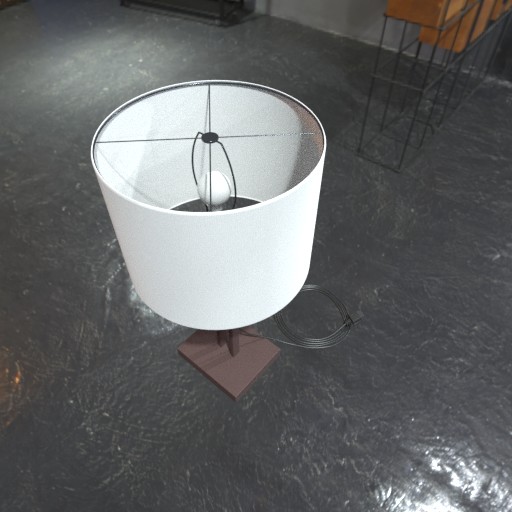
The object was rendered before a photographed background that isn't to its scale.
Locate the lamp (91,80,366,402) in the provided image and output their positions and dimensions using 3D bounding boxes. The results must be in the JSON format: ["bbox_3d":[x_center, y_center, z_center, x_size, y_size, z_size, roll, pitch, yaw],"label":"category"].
[{"bbox_3d":[0.000,0.000,0.962,0.396,0.668,0.525,32,56,26],"label":"lamp"}]
